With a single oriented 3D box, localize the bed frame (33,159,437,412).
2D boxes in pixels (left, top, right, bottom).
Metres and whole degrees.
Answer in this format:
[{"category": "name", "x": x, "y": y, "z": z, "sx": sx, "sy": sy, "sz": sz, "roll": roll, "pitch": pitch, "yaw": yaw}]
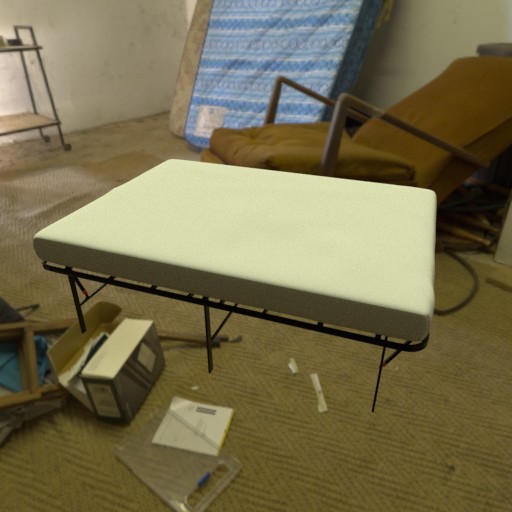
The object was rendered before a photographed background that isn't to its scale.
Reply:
[{"category": "bed frame", "x": 0.000, "y": 0.000, "z": 2.588, "sx": 1.905, "sy": 0.637, "sz": 1.372, "roll": 10, "pitch": 31, "yaw": 18}]
